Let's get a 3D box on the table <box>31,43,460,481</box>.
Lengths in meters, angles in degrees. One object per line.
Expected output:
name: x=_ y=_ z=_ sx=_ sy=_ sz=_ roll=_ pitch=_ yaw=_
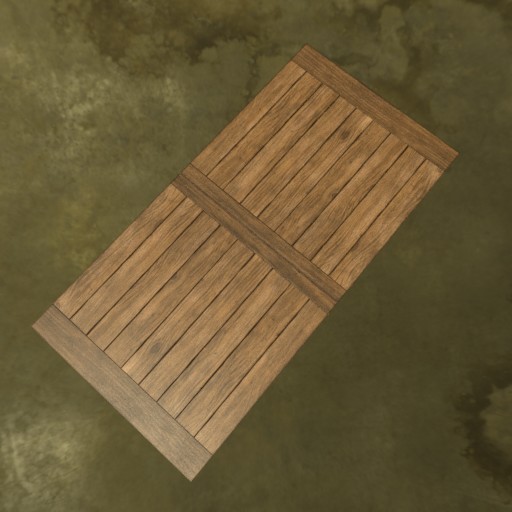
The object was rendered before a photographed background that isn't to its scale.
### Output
table: x=0.000 y=0.000 z=2.356 sx=0.931 sy=0.757 sz=1.867 roll=40 pitch=79 yaw=9
